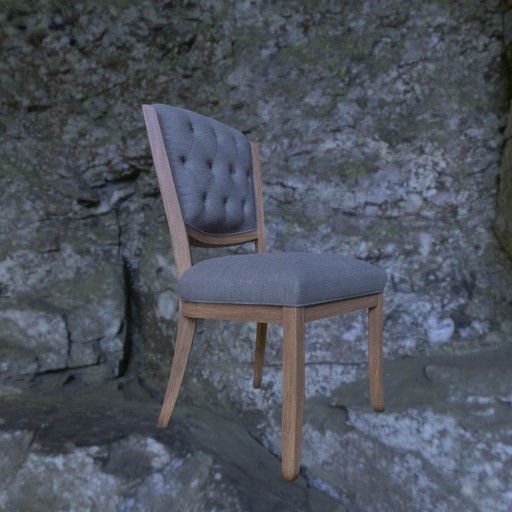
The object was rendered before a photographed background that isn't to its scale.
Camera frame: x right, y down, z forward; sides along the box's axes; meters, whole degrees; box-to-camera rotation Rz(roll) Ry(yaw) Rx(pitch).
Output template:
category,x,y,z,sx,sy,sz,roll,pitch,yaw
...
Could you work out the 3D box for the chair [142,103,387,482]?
category,x,y,z,sx,sy,sz,roll,pitch,yaw
chair,0.000,0.000,1.259,0.584,0.905,0.513,0,0,37
